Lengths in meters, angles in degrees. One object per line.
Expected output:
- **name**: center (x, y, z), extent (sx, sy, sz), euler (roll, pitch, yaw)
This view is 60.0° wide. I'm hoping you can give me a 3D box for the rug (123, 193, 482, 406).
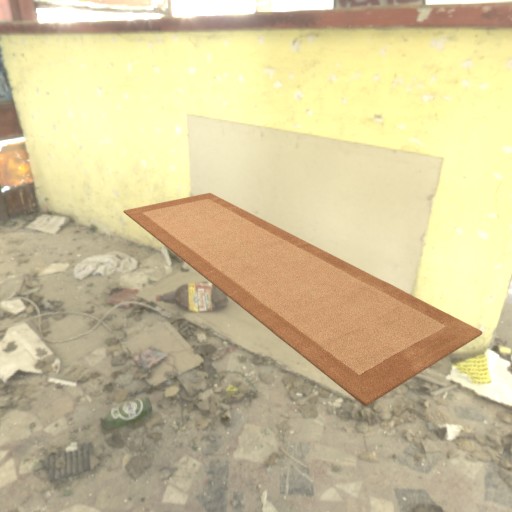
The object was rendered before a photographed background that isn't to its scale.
- **rug**: center (0.000, 0.000, 2.676), extent (0.764, 0.017, 2.439), euler (-17, 31, -31)
